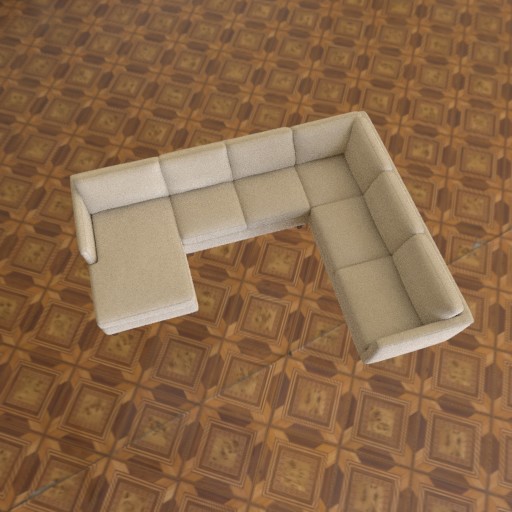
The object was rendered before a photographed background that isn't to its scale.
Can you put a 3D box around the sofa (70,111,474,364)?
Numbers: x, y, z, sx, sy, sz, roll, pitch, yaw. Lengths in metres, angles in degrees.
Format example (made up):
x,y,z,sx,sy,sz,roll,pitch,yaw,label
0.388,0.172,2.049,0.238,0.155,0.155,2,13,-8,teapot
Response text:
x,y,z,sx,sy,sz,roll,pitch,yaw,label
0.000,0.000,4.381,3.238,0.853,2.551,-14,65,-7,sofa
